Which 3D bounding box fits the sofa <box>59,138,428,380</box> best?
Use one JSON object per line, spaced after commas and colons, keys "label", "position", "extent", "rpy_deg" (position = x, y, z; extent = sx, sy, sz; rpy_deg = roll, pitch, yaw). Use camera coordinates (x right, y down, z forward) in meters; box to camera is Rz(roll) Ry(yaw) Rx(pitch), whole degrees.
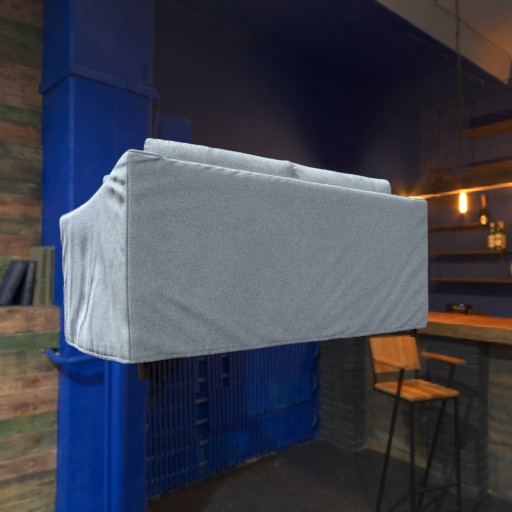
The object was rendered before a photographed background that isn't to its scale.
{"label": "sofa", "position": [0.000, 0.000, 2.650], "extent": [2.010, 1.018, 1.072], "rpy_deg": [1, -2, -37]}
